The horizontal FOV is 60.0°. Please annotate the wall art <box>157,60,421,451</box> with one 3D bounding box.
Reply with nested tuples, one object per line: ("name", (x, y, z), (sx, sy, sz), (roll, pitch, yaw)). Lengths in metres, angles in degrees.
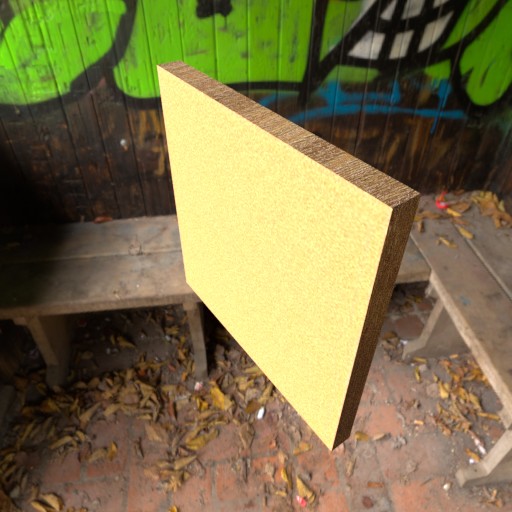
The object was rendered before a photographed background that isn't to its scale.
("wall art", (0.000, 0.000, 0.604), (0.039, 0.403, 0.406), (-25, 47, -26))
